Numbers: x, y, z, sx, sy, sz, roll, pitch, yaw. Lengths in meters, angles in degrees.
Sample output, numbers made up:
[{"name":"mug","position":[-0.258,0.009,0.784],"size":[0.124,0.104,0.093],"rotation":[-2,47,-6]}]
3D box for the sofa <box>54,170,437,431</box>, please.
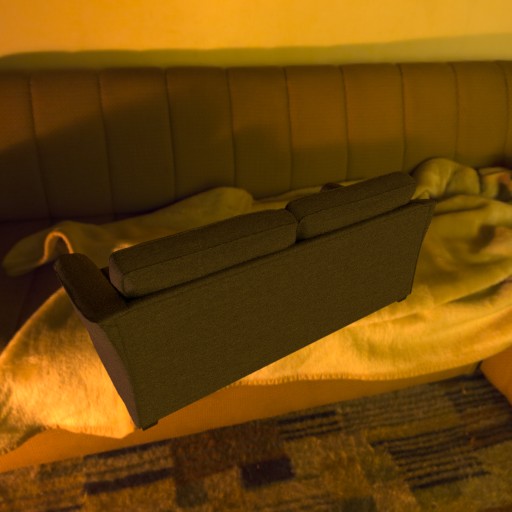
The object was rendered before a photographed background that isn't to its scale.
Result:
[{"name":"sofa","position":[0.000,0.000,2.821],"size":[2.270,0.950,0.971],"rotation":[-19,35,-29]}]
